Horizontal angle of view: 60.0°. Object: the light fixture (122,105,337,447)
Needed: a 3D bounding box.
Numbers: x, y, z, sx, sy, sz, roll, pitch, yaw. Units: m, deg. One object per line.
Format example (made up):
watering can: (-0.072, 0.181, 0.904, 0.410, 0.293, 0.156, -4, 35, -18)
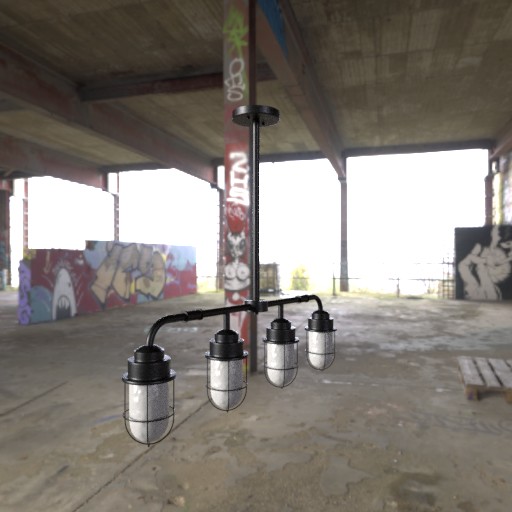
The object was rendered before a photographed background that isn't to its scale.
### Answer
light fixture: (0.000, 0.000, 1.218, 0.131, 0.785, 0.852, 0, 0, 37)
